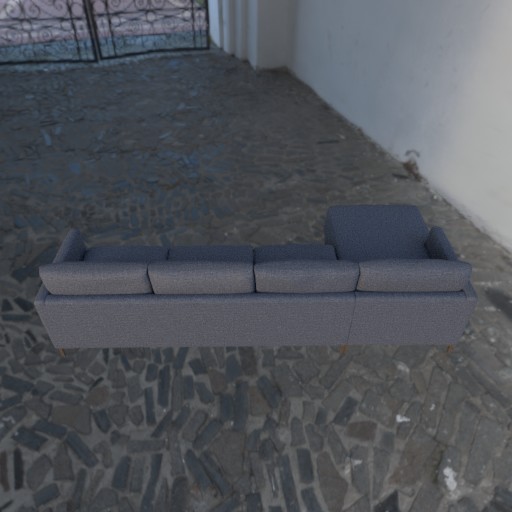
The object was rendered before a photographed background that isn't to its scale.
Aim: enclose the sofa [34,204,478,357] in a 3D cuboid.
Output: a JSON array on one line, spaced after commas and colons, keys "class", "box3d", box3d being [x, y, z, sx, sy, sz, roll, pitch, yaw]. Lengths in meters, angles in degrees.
[{"class": "sofa", "box3d": [0.000, 0.000, 2.903, 2.445, 0.673, 1.125, 0, 41, -1]}]
